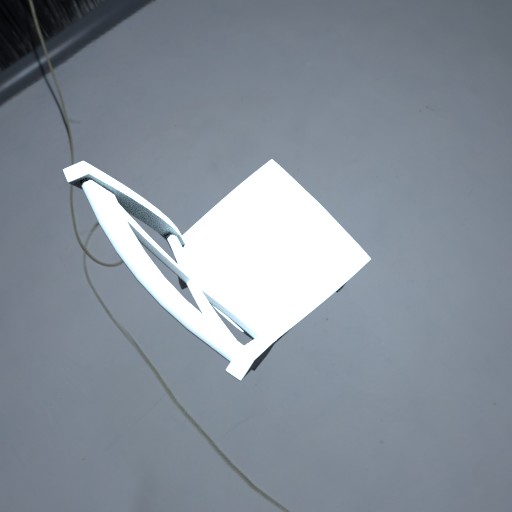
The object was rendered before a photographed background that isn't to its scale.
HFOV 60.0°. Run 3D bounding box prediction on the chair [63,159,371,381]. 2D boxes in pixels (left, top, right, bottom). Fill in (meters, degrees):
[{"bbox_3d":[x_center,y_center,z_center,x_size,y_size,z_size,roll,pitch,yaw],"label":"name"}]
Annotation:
[{"bbox_3d":[0.000,0.000,1.258,0.542,0.983,0.485,-40,78,-11],"label":"chair"}]
